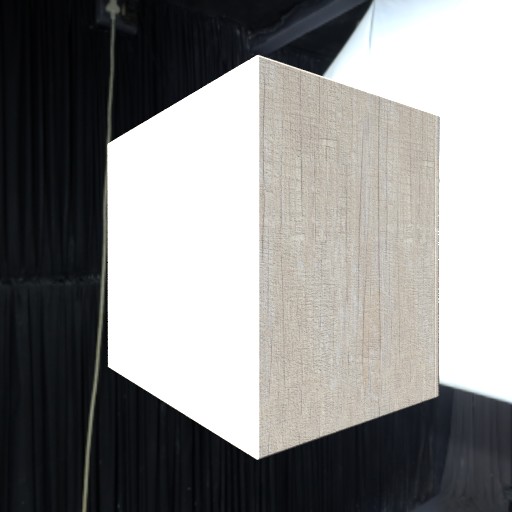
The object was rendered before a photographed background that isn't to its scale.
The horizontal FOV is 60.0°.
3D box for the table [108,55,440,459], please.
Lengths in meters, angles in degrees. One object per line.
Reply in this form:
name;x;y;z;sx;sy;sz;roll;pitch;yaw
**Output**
table;0.000;0.000;0.910;0.420;0.510;0.570;0;1;-37
